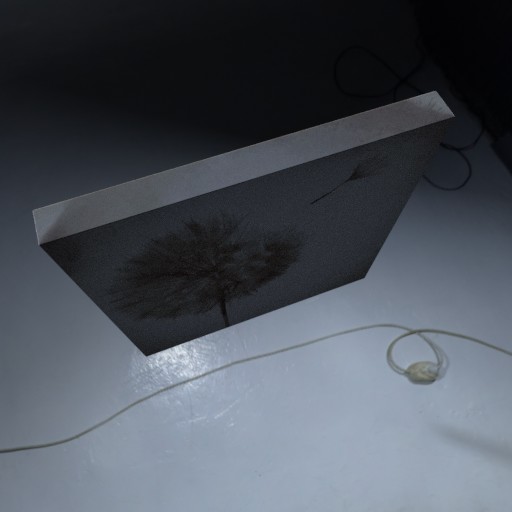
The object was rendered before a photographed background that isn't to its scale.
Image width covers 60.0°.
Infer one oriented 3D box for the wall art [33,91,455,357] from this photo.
[{"bbox_3d":[0.000,0.000,0.445,0.303,0.303,0.028,-19,66,-9],"label":"wall art"}]
